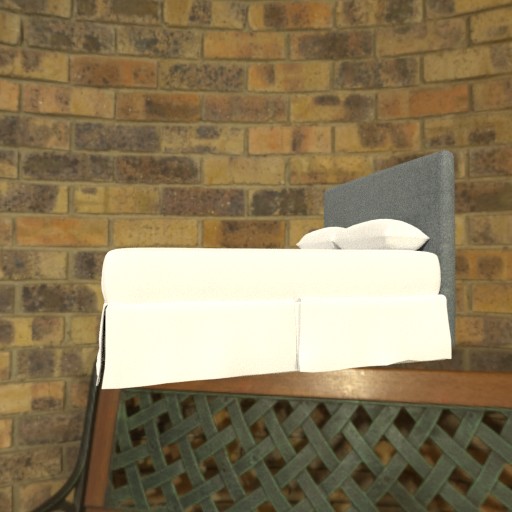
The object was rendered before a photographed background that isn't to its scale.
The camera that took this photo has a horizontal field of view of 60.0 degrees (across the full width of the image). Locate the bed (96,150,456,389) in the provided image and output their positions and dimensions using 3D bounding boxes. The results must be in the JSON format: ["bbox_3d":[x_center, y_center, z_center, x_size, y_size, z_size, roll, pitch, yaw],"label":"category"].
[{"bbox_3d":[0.000,0.000,3.195,2.142,1.330,1.723,0,-1,-18],"label":"bed"}]
